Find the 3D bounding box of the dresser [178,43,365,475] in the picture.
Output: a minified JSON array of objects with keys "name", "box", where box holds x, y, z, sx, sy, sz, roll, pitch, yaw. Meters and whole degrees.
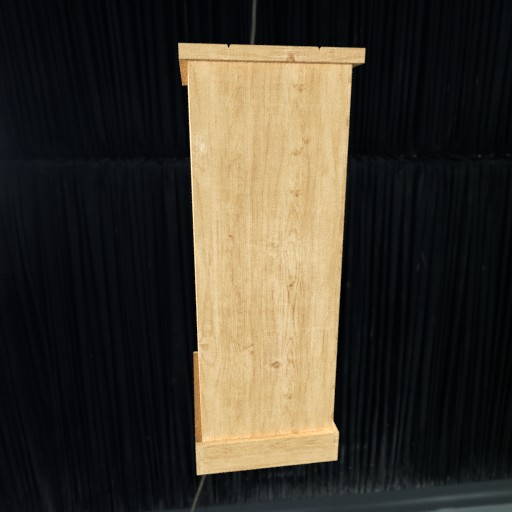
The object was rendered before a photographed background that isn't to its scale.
[{"name":"dresser","box":[0.000,0.000,1.302,0.390,1.041,0.531,-2,16,-8]}]
